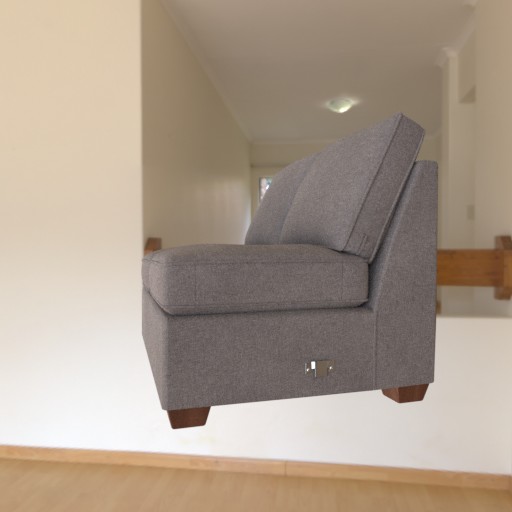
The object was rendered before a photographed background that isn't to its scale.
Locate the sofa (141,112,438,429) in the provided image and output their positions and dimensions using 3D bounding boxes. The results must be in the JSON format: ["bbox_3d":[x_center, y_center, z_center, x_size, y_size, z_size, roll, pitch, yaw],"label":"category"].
[{"bbox_3d":[0.000,0.000,1.976,0.951,1.008,1.237,0,1,-17],"label":"sofa"}]
